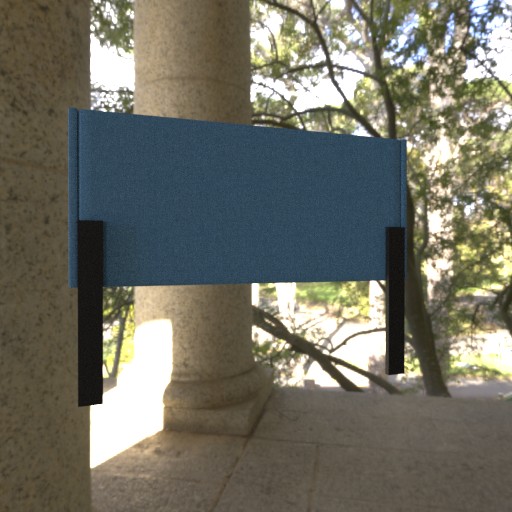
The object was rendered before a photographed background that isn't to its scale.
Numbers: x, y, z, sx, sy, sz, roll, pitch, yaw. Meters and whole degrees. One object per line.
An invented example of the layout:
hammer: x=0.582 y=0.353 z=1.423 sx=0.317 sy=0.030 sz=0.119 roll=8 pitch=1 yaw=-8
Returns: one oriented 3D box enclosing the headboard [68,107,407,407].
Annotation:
headboard: x=0.000 y=0.000 z=2.635 sx=2.051 sy=1.524 sz=0.184 roll=0 pitch=0 yaw=-18
